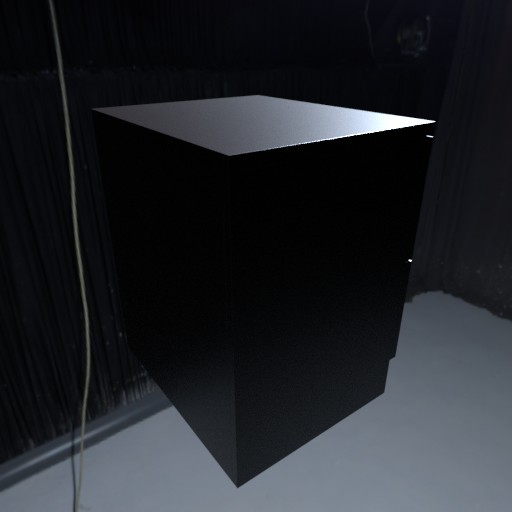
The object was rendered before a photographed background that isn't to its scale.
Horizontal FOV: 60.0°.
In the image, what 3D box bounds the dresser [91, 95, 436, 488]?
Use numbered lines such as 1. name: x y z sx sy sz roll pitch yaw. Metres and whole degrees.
1. dresser: 0.000 0.000 0.762 0.360 0.470 0.400 -18 31 -32
